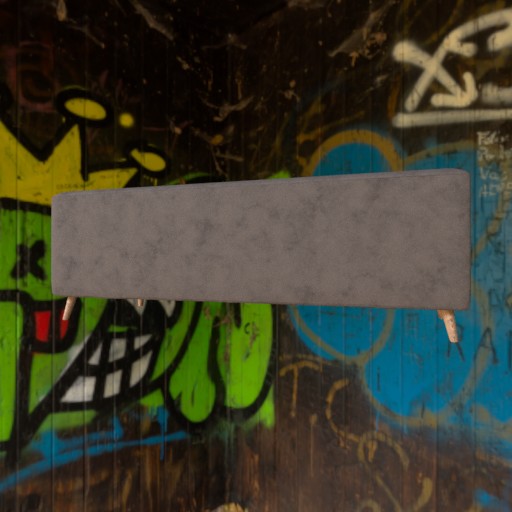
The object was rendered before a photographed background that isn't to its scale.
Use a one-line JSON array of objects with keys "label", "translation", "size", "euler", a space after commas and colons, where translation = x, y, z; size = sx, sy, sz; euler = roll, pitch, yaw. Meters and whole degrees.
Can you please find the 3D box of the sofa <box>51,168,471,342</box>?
[{"label": "sofa", "translation": [0.000, 0.000, 2.597], "size": [2.190, 0.740, 0.900], "euler": [0, 0, 19]}]
